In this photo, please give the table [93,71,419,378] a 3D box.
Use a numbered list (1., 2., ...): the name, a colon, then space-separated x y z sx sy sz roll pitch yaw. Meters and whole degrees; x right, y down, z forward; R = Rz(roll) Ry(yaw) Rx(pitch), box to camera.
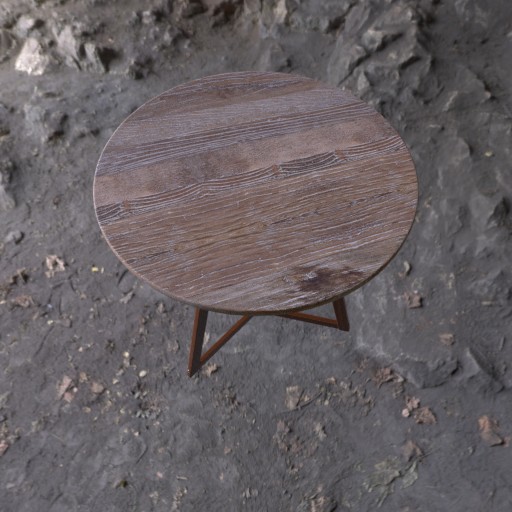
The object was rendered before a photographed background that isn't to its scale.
1. table: 0.000 0.000 0.899 0.500 0.500 0.500 0 56 0
